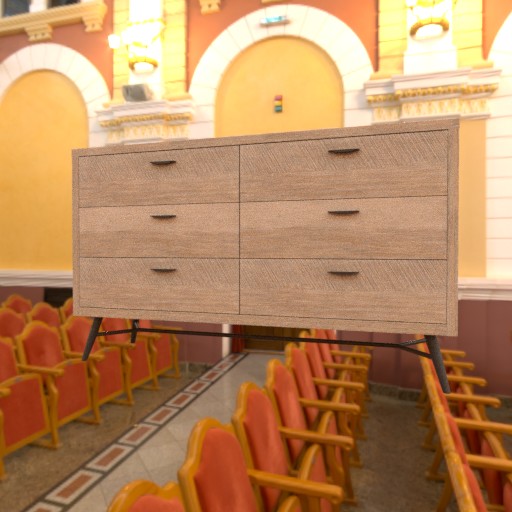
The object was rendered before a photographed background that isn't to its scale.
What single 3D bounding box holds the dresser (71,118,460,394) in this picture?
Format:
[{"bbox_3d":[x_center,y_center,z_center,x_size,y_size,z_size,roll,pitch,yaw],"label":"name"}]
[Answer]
[{"bbox_3d":[0.000,0.000,1.882,1.524,0.914,0.457,0,1,17],"label":"dresser"}]
